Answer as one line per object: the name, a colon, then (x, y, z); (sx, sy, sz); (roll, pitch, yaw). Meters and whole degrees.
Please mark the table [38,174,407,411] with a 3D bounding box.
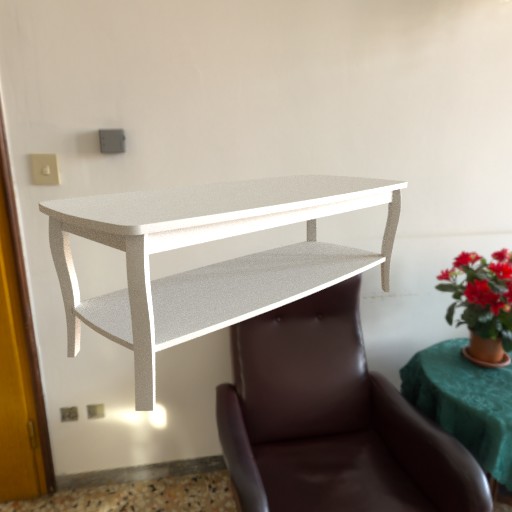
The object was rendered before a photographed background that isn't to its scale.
table: (0.000, 0.000, 1.599); (0.561, 0.474, 1.334); (14, 21, 42)
